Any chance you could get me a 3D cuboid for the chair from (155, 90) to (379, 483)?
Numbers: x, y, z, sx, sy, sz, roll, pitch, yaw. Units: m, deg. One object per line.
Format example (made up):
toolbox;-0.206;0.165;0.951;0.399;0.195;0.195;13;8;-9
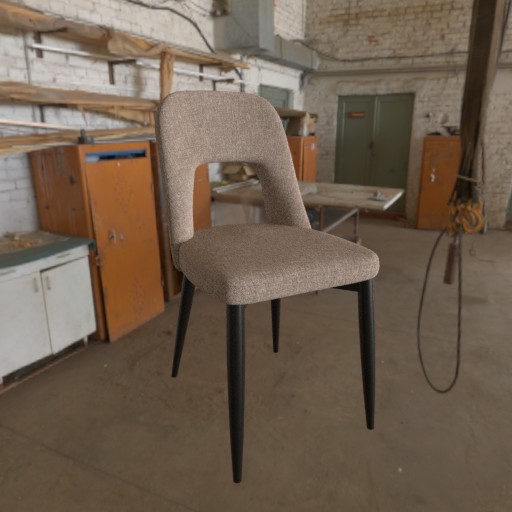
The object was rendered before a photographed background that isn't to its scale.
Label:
chair;0.000;0.000;1.279;0.470;0.931;0.612;-8;18;-27
